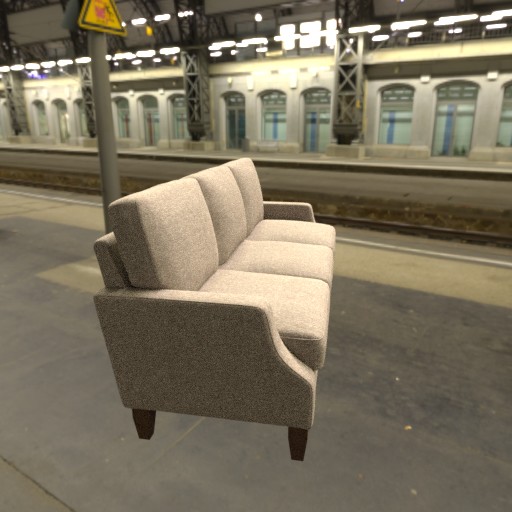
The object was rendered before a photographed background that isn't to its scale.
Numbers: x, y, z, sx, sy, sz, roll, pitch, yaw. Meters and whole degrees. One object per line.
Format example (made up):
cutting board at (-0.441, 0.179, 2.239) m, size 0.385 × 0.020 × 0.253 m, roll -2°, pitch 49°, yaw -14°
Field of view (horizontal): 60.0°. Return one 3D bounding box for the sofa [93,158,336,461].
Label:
sofa at (0.000, 0.000, 2.573) m, size 0.888 × 0.984 × 2.115 m, roll 3°, pitch 17°, yaw 11°
